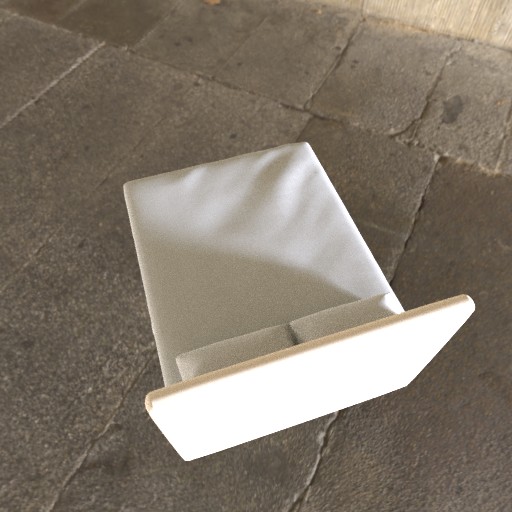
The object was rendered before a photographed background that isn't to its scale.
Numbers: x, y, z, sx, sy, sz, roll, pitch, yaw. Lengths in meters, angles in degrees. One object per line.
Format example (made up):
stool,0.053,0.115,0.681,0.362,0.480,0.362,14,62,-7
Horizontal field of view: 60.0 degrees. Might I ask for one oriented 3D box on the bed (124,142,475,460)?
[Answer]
bed,0.000,0.000,3.176,1.748,1.330,2.142,-15,57,-10
